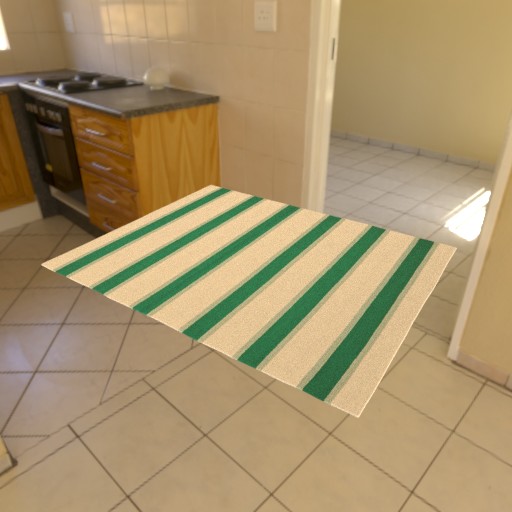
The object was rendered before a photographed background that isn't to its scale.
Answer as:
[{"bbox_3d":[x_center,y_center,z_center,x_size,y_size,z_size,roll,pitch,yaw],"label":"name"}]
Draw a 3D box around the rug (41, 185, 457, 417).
[{"bbox_3d":[0.000,0.000,4.131,3.041,0.019,2.434,18,35,29],"label":"rug"}]
